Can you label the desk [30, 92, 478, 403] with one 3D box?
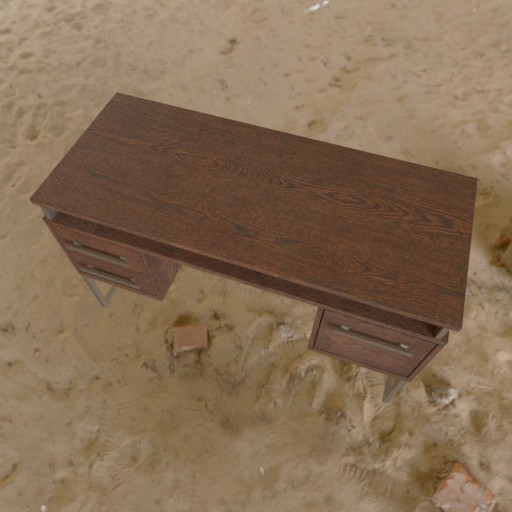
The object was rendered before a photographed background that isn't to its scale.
[{"bbox_3d":[0.000,0.000,1.806,1.384,0.792,0.610,16,59,10],"label":"desk"}]
